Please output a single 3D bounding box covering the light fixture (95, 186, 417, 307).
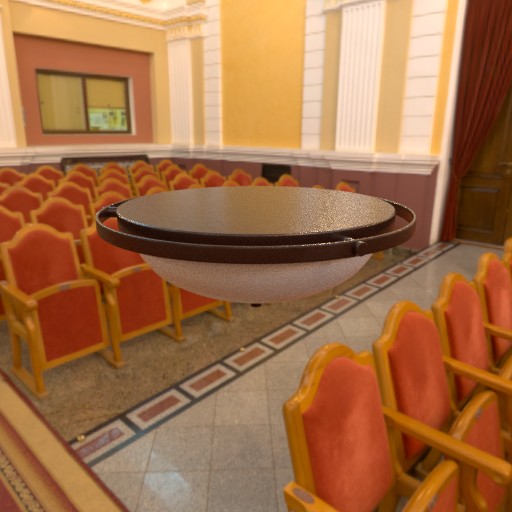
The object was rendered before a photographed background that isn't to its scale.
[{"bbox_3d":[0.000,0.000,0.543,0.361,0.130,0.361,0,16,0],"label":"light fixture"}]
